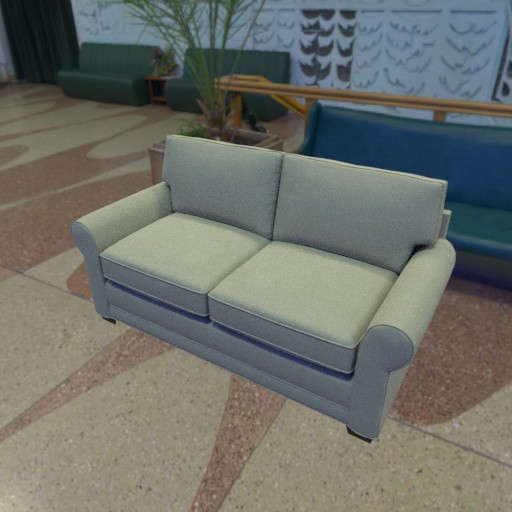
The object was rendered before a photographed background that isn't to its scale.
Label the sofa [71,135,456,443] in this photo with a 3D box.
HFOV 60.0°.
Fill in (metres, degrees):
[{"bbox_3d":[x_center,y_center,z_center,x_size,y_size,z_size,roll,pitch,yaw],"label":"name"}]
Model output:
[{"bbox_3d":[0.000,0.000,2.248,1.774,0.933,0.861,17,33,27],"label":"sofa"}]
